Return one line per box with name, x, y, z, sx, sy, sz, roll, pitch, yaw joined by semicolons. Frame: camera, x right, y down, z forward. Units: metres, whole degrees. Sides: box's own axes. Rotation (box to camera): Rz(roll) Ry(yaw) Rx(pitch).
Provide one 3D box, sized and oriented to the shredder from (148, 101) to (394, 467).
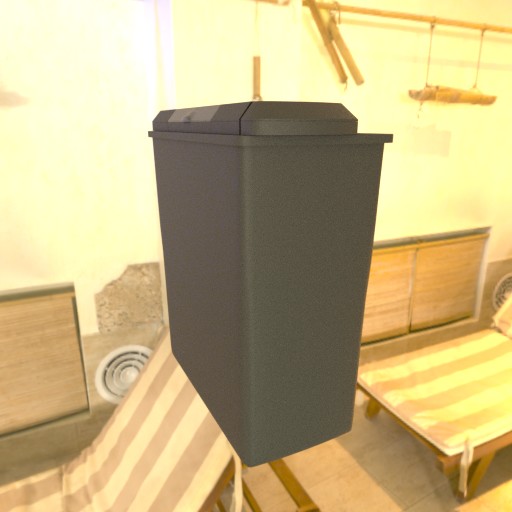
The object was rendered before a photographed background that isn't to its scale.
shredder;0.000;0.000;0.513;0.170;0.335;0.320;-8;18;-25
